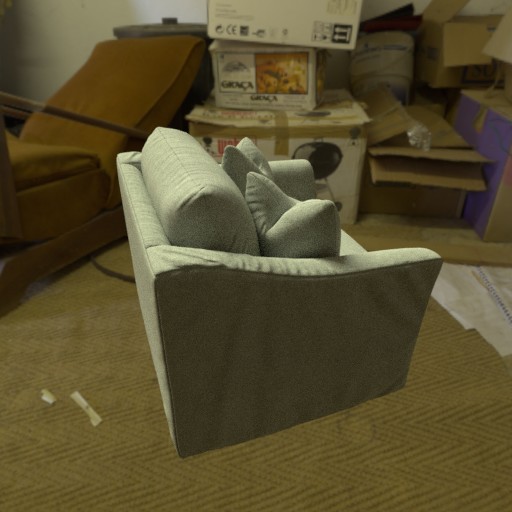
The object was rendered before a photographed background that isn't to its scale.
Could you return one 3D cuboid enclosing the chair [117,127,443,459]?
[{"bbox_3d":[0.000,0.000,2.054,1.071,1.059,1.194,-11,33,-17],"label":"chair"}]
